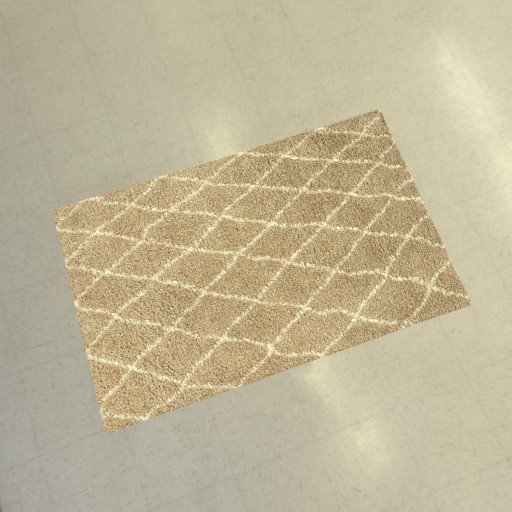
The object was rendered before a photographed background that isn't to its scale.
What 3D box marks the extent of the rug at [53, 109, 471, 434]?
[{"bbox_3d":[0.000,0.000,2.959,2.438,0.030,1.524,-18,76,-5],"label":"rug"}]
